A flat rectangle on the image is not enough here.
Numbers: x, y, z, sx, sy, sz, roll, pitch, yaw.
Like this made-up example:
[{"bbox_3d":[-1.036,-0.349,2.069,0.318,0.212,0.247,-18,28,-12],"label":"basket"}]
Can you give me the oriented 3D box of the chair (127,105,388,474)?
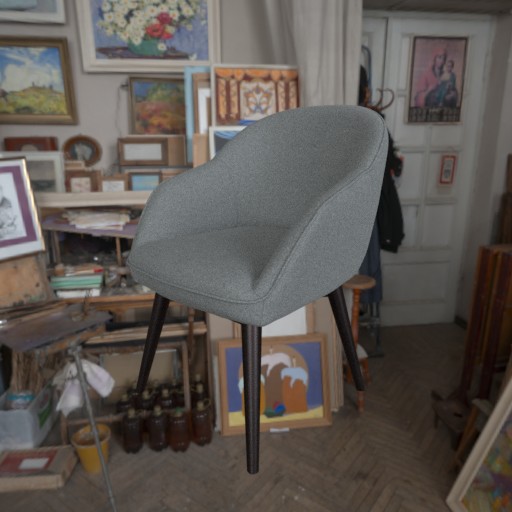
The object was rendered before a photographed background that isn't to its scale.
[{"bbox_3d":[0.000,0.000,1.215,0.589,0.810,0.611,14,21,42],"label":"chair"}]
